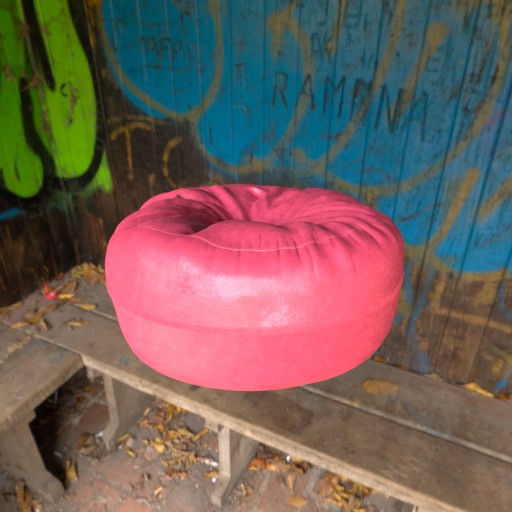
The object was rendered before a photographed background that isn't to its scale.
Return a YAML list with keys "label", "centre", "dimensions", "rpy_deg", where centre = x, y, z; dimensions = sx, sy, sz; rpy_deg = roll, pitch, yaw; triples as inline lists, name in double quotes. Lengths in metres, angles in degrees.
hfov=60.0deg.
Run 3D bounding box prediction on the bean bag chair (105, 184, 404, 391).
- label: "bean bag chair"
  centre: [0.000, 0.000, 2.510]
  dimensions: [1.524, 0.878, 1.524]
  rpy_deg: [-1, 30, -2]
